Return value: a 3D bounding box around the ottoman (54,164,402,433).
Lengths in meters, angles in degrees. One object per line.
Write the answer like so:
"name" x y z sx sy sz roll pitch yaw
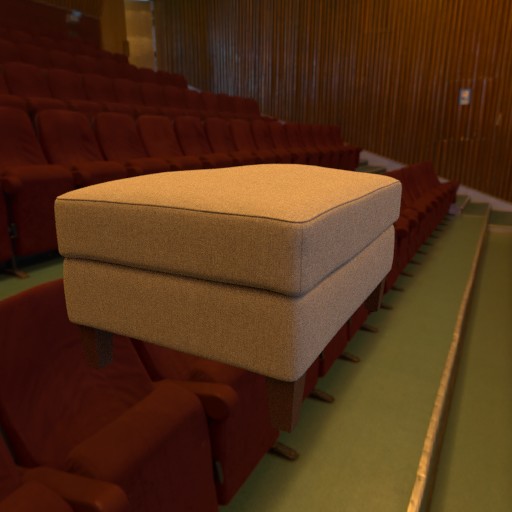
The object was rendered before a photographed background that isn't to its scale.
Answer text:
"ottoman" 0.000 0.000 1.327 0.677 0.519 0.898 8 17 27
